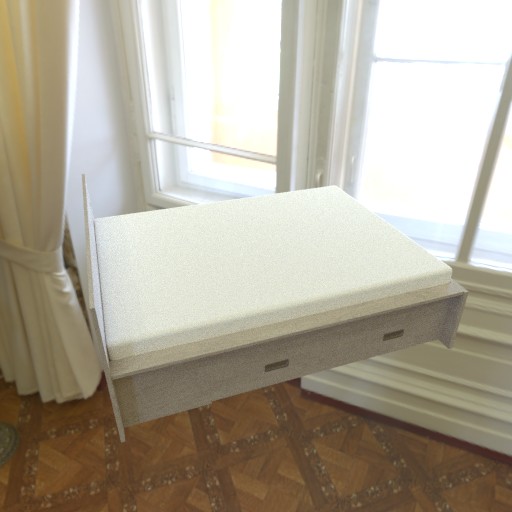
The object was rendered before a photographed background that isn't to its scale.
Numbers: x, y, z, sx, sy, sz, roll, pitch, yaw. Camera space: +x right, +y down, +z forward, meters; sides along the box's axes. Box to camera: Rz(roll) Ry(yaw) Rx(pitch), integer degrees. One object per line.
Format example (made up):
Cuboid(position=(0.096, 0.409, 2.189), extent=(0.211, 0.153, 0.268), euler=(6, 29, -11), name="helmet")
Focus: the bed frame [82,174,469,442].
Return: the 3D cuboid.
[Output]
Cuboid(position=(0.000, 0.000, 2.874), extent=(1.960, 0.800, 1.622), euler=(-10, 32, -17), name="bed frame")
